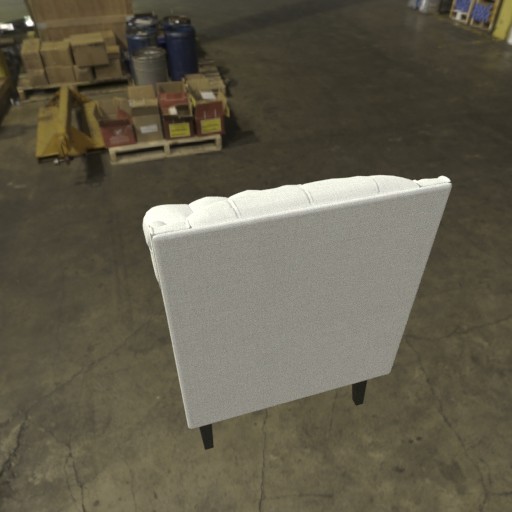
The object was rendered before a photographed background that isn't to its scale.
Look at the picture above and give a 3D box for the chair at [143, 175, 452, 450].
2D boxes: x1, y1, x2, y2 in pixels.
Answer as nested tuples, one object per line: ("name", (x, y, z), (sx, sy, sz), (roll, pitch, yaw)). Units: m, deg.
("chair", (0.000, 0.000, 1.414), (0.658, 0.891, 0.772), (-11, 42, -13))
